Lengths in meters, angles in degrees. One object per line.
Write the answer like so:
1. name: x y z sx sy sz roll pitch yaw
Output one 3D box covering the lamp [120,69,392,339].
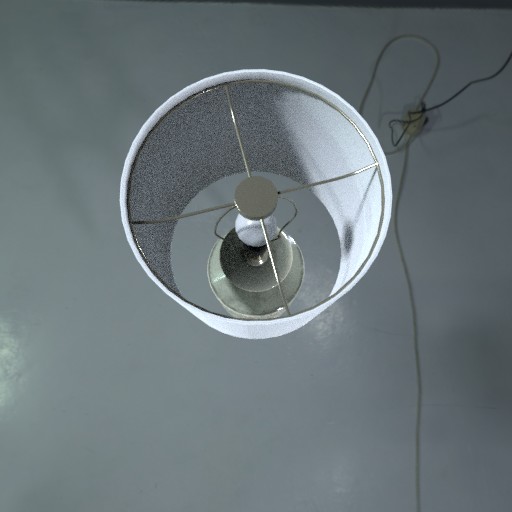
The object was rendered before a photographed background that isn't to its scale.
1. lamp: 0.000 0.000 0.565 0.211 0.455 0.211 0 76 0
